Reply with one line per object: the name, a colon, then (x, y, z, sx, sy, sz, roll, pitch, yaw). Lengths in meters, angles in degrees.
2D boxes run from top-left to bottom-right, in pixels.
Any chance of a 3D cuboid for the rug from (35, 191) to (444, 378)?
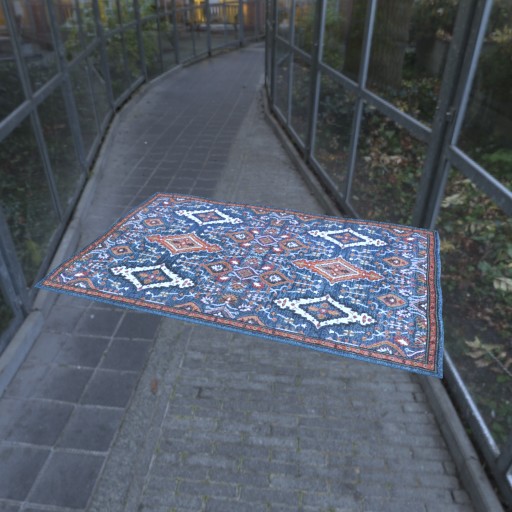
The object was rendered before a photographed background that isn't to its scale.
rug: (0.000, 0.000, 2.343, 1.847, 0.014, 1.195, 10, 33, 16)
